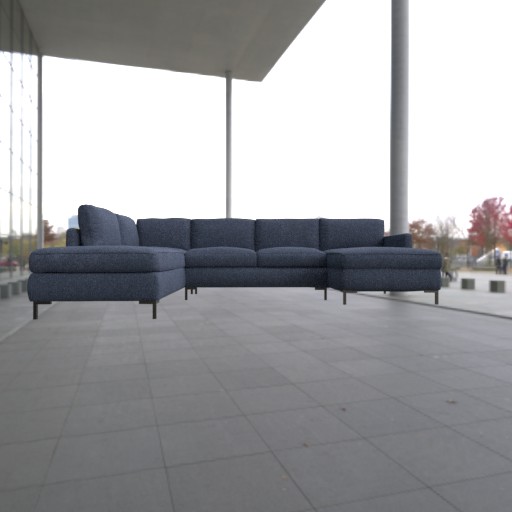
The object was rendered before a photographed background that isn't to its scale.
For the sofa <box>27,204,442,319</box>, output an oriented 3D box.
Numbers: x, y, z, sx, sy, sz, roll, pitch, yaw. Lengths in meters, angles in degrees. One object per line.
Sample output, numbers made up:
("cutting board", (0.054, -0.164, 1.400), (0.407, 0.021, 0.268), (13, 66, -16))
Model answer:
("sofa", (0.000, 0.000, 3.814), (2.956, 0.813, 2.007), (0, 0, -1))
